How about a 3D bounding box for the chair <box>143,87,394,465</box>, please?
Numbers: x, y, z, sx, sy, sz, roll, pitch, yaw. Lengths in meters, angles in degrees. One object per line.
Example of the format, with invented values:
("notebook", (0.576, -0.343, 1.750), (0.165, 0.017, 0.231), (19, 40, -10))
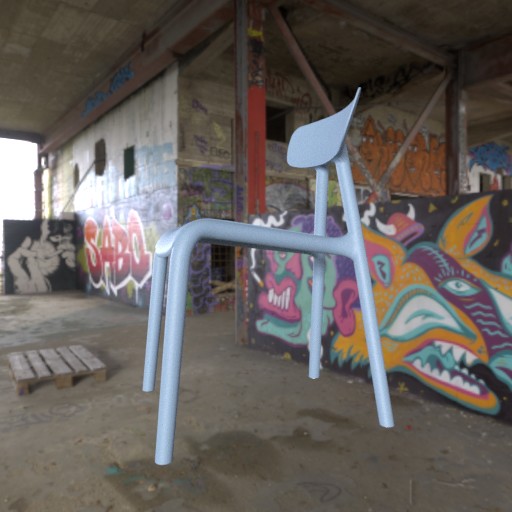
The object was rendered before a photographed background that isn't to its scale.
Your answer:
("chair", (0.000, 0.000, 0.838), (0.401, 0.580, 0.356), (0, 1, -17))
